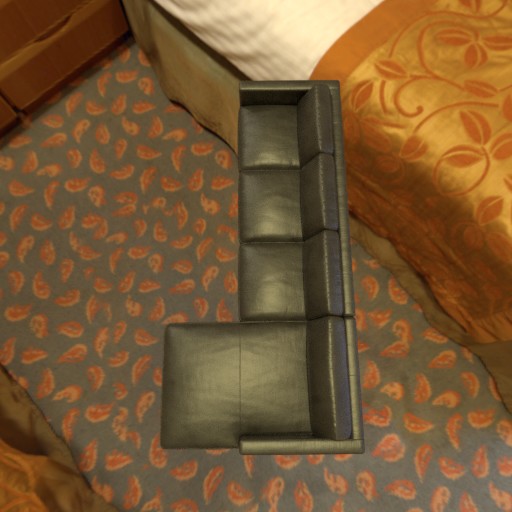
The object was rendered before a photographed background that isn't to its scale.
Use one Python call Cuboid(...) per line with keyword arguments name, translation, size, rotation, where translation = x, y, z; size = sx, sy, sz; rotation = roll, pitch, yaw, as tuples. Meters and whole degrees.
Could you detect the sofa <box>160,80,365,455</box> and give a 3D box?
Cuboid(name="sofa", translation=(0.000, 0.000, 3.961), size=(1.581, 0.883, 3.203), rotation=(-1, 75, 0))
